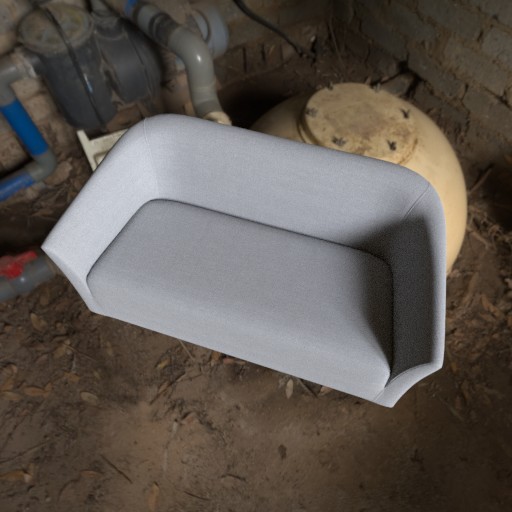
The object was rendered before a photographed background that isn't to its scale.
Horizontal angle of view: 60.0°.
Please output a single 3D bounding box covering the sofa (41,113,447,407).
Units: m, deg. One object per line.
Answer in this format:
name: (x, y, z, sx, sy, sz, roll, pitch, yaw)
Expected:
sofa: (0.000, 0.000, 1.859, 1.452, 0.721, 0.705, 16, 59, 10)
